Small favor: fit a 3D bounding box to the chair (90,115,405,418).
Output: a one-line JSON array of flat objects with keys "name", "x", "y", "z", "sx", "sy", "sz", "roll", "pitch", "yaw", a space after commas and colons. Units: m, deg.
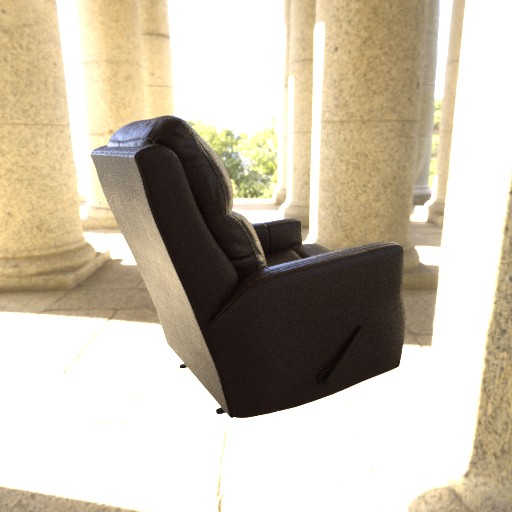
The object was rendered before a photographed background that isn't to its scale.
[{"name": "chair", "x": 0.000, "y": 0.000, "z": 1.768, "sx": 1.080, "sy": 1.030, "sz": 0.829, "roll": -8, "pitch": 16, "yaw": -28}]
